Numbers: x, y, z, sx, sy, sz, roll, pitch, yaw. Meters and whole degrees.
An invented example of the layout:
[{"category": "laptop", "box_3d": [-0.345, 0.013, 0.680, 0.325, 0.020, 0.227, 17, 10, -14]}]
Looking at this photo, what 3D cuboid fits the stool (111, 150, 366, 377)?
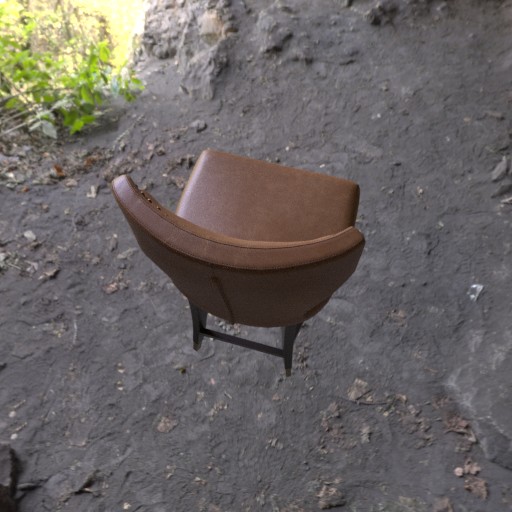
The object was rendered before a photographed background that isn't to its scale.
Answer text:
[{"category": "stool", "box_3d": [0.000, 0.000, 1.335, 0.526, 0.982, 0.563, 14, 63, 7]}]
